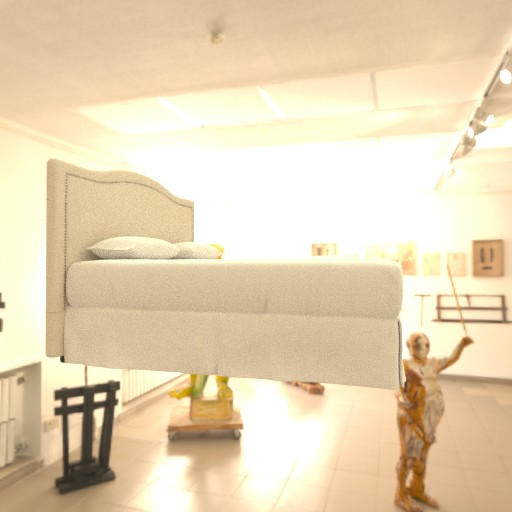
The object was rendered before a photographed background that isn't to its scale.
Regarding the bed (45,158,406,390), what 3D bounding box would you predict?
[{"bbox_3d":[0.000,0.000,3.481,2.182,1.421,2.083,0,-1,17],"label":"bed"}]
